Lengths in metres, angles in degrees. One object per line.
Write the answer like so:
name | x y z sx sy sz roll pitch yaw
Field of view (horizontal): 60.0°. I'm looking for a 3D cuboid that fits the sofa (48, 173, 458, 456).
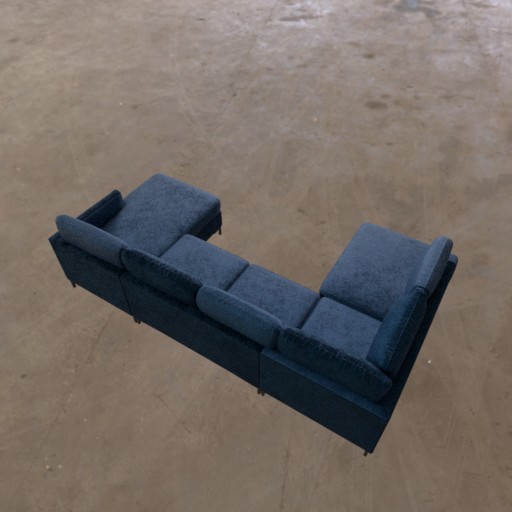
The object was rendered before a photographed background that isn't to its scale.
sofa | 0.000 0.000 4.363 3.434 0.992 2.055 24 51 21
